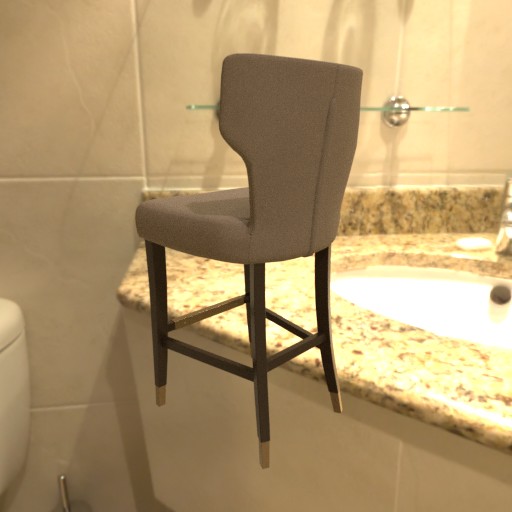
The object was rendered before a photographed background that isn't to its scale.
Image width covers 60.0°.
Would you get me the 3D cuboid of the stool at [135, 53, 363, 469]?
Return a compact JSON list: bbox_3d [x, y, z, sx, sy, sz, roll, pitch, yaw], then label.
[{"bbox_3d":[0.000,0.000,1.387,0.526,1.092,0.563,-16,23,-42],"label":"stool"}]
